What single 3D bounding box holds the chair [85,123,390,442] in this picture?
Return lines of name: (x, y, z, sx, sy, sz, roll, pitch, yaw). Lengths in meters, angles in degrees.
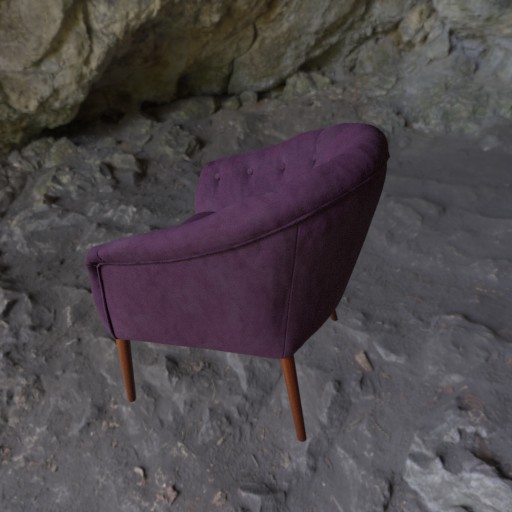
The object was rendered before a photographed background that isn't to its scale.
chair: (0.000, 0.000, 1.511, 0.776, 0.885, 0.851, 9, 31, 16)
